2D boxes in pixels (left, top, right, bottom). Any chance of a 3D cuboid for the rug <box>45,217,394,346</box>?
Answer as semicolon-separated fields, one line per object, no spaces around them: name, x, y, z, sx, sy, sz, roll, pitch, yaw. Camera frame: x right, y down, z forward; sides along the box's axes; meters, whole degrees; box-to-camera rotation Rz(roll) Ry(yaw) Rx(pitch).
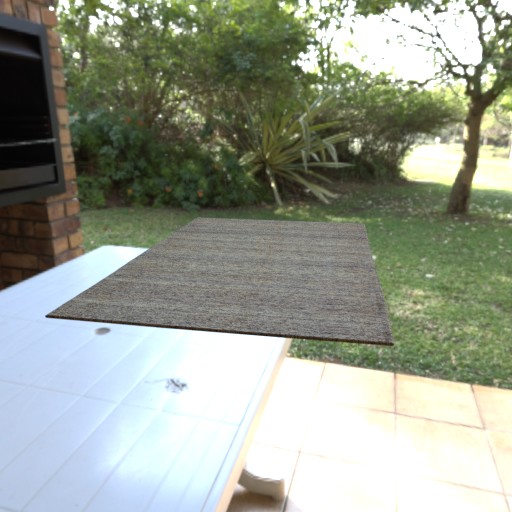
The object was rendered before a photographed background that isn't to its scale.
rug;0.000;0.000;2.378;1.243;0.014;1.846;3;17;10
